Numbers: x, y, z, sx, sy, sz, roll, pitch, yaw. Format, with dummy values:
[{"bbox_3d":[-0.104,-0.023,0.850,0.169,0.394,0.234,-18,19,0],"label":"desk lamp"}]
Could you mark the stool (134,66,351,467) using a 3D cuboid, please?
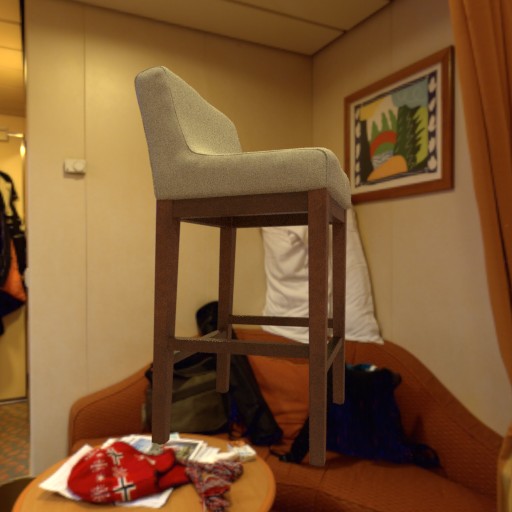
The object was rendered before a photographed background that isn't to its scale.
[{"bbox_3d":[0.000,0.000,1.258,0.500,0.937,0.511,0,0,17],"label":"stool"}]
